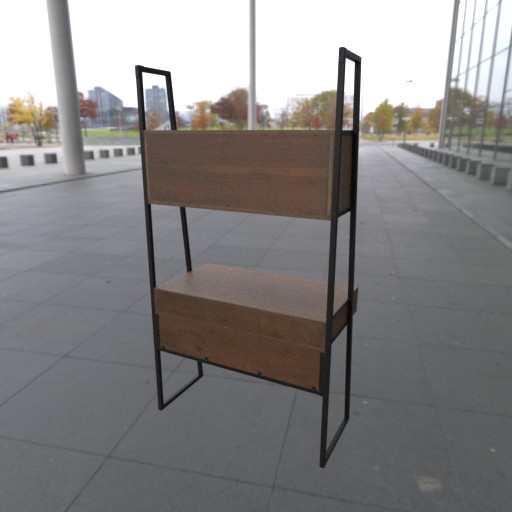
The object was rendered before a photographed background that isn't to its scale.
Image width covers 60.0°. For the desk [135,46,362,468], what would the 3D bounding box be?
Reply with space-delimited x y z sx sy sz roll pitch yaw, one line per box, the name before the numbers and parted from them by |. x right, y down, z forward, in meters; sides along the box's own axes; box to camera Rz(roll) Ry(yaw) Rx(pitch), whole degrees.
desk | 0.000 0.000 2.260 0.982 1.809 0.515 8 18 27
